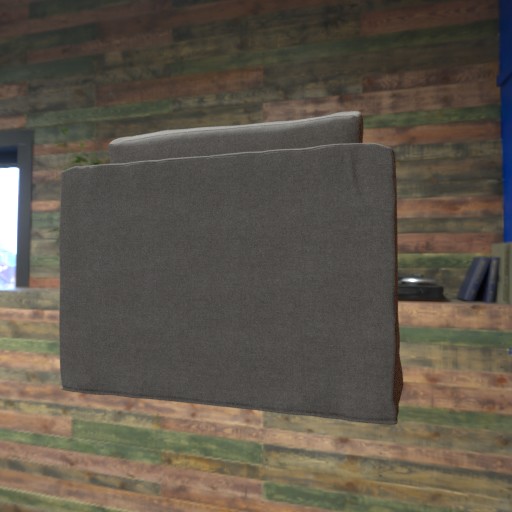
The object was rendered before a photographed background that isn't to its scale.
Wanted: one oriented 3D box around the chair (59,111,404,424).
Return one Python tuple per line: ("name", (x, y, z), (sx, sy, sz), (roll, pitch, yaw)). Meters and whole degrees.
("chair", (0.000, 0.000, 1.686), (1.057, 0.863, 0.949), (0, -1, 18))
